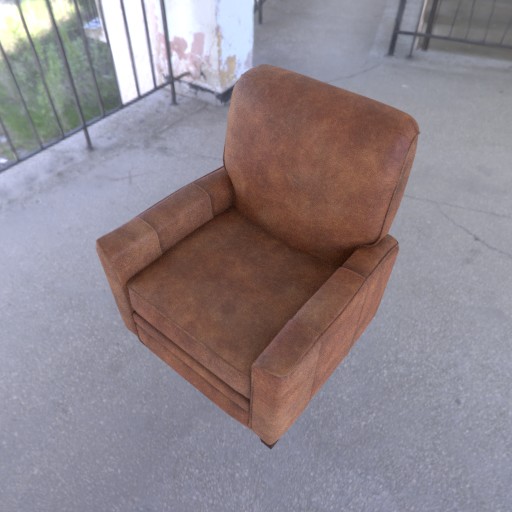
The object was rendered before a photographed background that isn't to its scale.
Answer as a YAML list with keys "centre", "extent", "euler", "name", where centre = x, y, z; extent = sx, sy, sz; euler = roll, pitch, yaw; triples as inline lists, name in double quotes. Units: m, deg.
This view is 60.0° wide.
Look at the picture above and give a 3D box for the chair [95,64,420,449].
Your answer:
- centre: [0.000, 0.000, 1.655]
  extent: [0.843, 1.043, 0.836]
  euler: [31, 54, 26]
  name: "chair"
